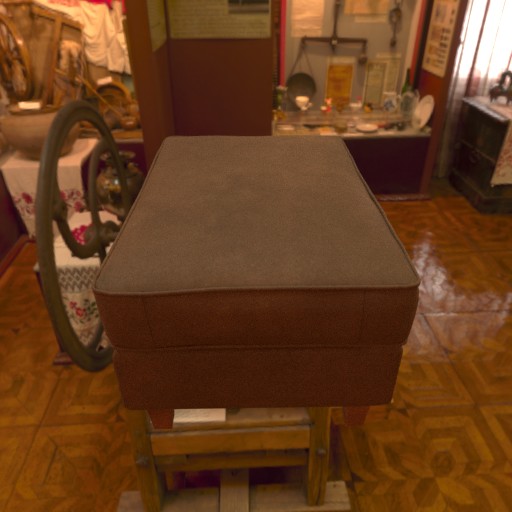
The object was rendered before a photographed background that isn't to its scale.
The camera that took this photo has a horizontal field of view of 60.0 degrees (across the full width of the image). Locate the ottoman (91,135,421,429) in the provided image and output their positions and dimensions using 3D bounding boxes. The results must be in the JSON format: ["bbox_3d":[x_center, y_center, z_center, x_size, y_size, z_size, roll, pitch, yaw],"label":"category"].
[{"bbox_3d":[0.000,0.000,1.207,0.596,0.481,0.860,-1,32,-1],"label":"ottoman"}]
